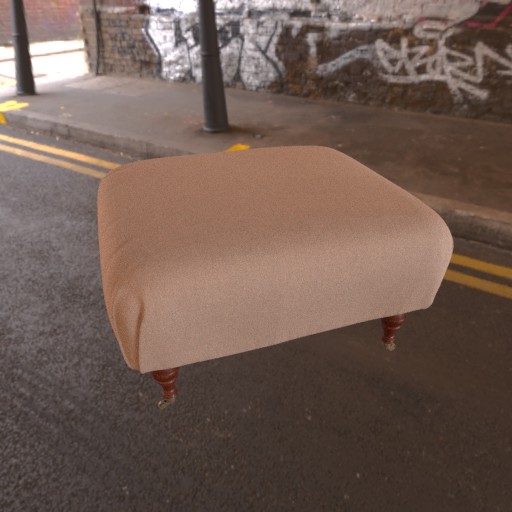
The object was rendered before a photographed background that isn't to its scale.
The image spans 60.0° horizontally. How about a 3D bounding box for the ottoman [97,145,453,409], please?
[{"bbox_3d":[0.000,0.000,1.156,0.746,0.450,0.639,-10,32,-16],"label":"ottoman"}]
